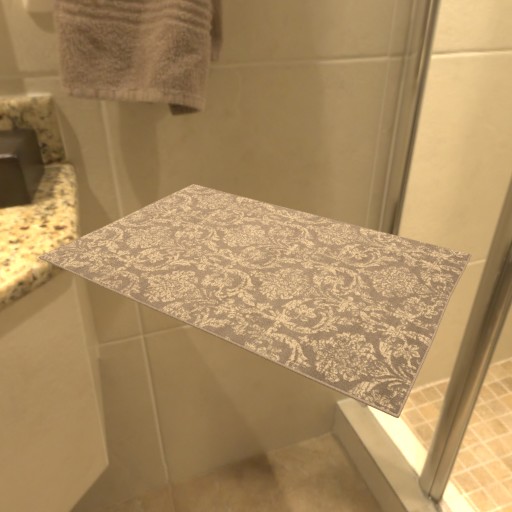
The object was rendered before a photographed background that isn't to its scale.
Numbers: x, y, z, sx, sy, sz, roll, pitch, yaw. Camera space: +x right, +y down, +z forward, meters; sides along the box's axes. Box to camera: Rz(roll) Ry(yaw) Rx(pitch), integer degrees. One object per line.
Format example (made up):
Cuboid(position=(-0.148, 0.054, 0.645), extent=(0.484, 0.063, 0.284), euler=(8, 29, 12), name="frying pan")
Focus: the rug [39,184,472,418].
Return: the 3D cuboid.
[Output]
Cuboid(position=(0.000, 0.000, 3.365), extent=(2.746, 0.018, 1.819), euler=(18, 35, 28), name="rug")
